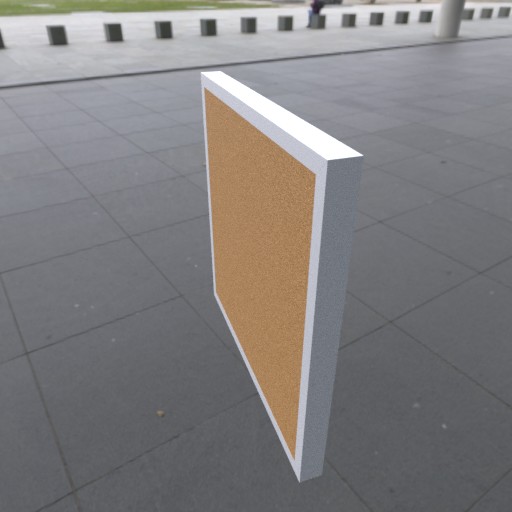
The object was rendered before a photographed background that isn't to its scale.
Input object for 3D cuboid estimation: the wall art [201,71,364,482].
[{"bbox_3d":[0.000,0.000,0.751,0.038,0.508,0.507,-10,33,-16],"label":"wall art"}]
